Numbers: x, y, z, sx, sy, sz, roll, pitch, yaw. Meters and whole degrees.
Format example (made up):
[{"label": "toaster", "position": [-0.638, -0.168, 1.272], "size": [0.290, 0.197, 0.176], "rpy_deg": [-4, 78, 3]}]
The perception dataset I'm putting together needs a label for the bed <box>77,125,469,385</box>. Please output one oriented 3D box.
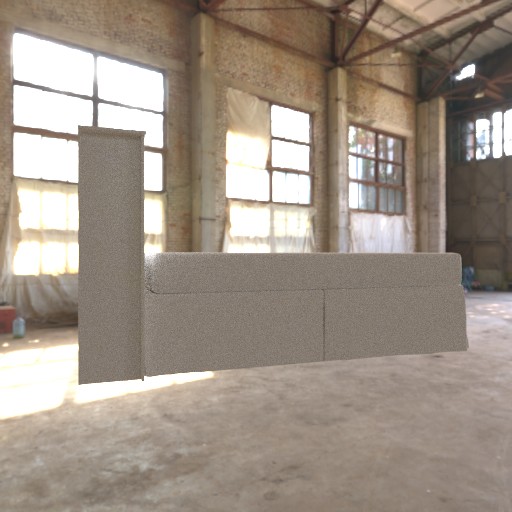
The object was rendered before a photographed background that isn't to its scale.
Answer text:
[{"label": "bed", "position": [0.000, 0.000, 2.966], "size": [2.133, 1.092, 1.671], "rpy_deg": [0, 0, -19]}]
